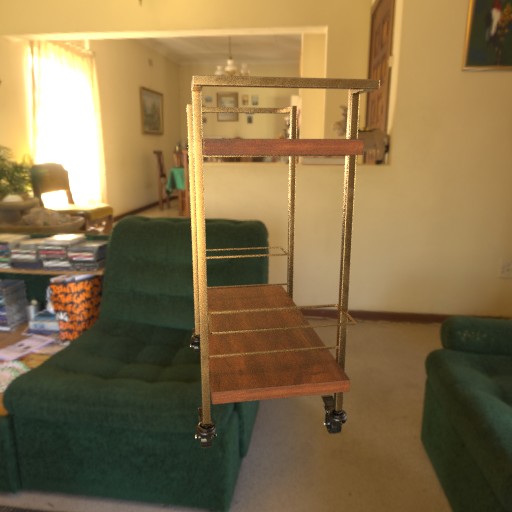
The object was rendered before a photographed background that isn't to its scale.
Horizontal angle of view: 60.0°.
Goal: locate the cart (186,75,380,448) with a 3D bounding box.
[{"bbox_3d":[0.000,0.000,1.189,0.364,0.807,0.695,-2,14,-9],"label":"cart"}]
